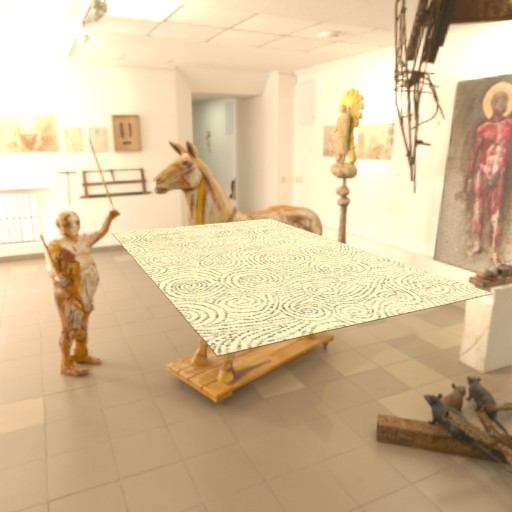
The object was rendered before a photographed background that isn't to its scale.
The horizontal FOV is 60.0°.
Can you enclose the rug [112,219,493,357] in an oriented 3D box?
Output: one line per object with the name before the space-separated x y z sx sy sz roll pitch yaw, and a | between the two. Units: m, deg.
rug | 0.000 0.000 3.012 1.524 0.005 2.439 -7 17 -25
